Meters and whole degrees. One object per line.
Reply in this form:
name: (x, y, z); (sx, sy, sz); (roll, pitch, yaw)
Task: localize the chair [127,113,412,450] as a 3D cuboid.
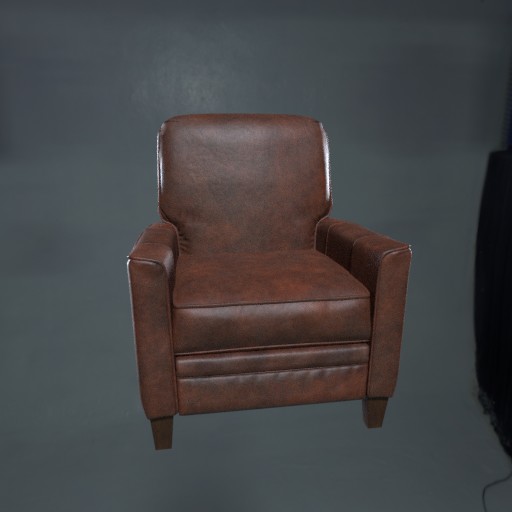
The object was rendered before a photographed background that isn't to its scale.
chair: (0.000, 0.000, 1.656); (0.843, 1.043, 0.836); (-2, 16, -8)
